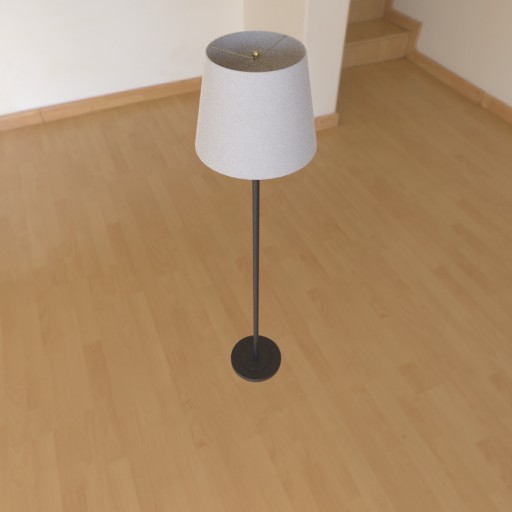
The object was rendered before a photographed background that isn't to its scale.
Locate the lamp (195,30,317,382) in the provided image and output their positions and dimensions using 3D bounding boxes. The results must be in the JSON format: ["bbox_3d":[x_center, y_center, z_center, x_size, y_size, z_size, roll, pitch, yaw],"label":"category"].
[{"bbox_3d":[0.000,0.000,1.619,0.348,1.473,0.348,32,55,27],"label":"lamp"}]
